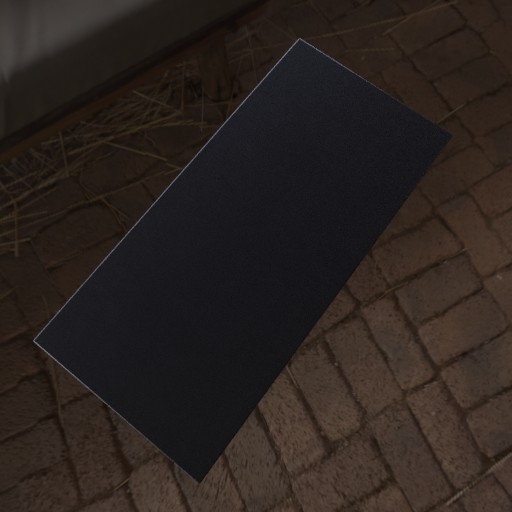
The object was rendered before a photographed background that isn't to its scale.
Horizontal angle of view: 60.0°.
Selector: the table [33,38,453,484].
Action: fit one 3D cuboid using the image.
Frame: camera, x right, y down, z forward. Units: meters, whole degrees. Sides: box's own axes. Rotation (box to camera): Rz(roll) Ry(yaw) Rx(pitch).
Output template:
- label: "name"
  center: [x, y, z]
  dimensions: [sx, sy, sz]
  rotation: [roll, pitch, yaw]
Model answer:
- label: "table"
  center: [0.000, 0.000, 1.279]
  dimensions: [0.483, 0.457, 1.016]
  rotation: [37, 78, 9]
